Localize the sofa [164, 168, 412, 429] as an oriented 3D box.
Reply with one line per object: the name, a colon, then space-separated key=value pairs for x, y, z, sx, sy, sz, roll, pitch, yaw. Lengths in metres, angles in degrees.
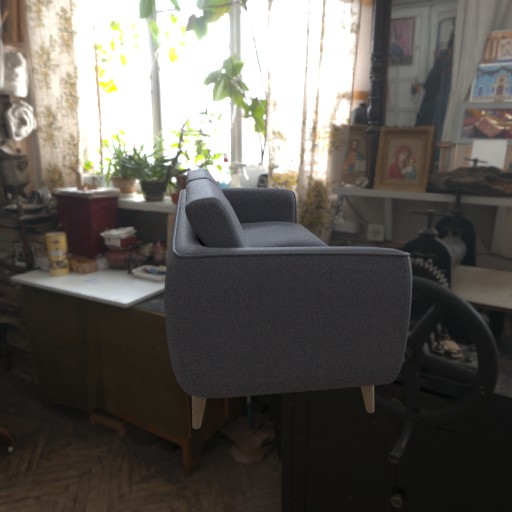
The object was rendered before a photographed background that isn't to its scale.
sofa: x=0.000 y=0.000 z=2.509 sx=0.920 sy=0.870 sz=2.000 roll=-2 pitch=15 yaw=-8
